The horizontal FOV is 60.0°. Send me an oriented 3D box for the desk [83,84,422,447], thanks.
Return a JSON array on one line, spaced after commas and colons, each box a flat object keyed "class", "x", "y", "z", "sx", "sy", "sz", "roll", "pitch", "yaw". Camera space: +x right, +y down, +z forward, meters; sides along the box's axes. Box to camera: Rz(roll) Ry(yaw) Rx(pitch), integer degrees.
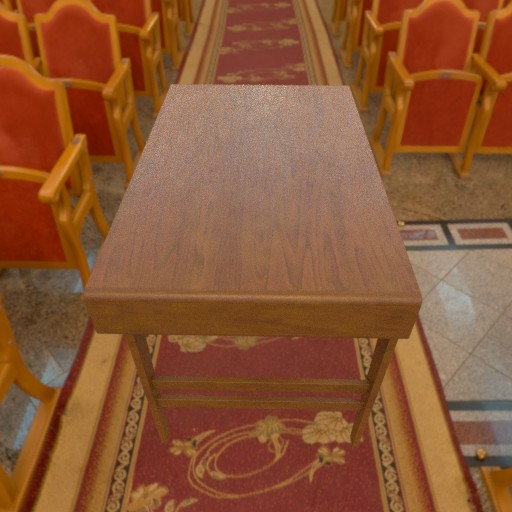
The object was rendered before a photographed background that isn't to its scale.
[{"class": "desk", "x": 0.000, "y": 0.000, "z": 1.497, "sx": 0.660, "sy": 0.754, "sz": 1.066, "roll": 1, "pitch": 42, "yaw": 1}]
